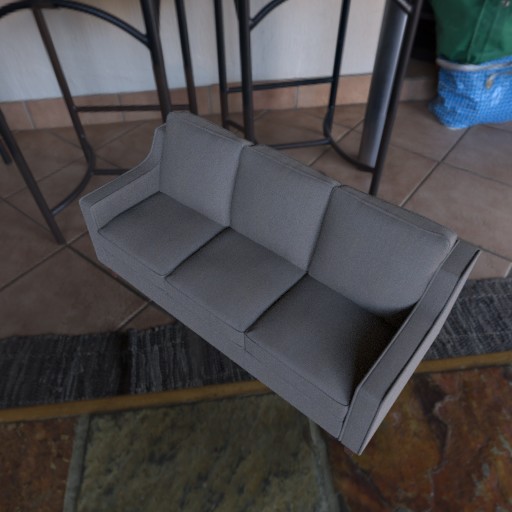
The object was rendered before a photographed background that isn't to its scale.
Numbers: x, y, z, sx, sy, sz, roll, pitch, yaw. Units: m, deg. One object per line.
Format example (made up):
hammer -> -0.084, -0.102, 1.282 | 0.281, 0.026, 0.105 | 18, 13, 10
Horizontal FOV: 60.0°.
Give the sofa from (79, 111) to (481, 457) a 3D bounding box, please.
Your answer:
sofa -> 0.000, 0.000, 2.493 | 1.986, 0.974, 0.911 | 31, 53, 26
